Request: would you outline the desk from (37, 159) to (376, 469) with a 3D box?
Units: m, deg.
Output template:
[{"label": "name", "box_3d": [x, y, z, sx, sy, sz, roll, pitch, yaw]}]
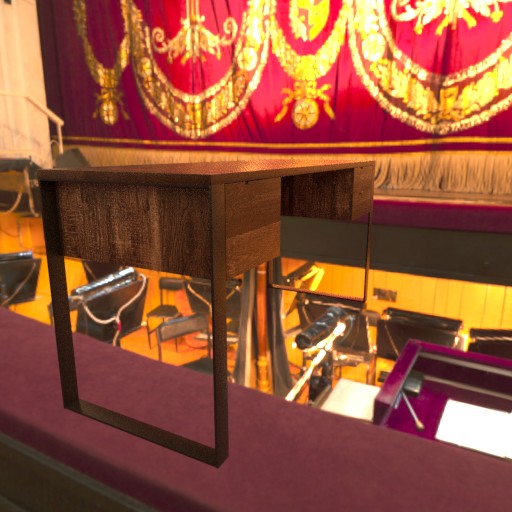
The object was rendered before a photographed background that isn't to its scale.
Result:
[{"label": "desk", "box_3d": [0.000, 0.000, 1.865, 0.599, 0.762, 1.524, 7, 15, 27]}]
